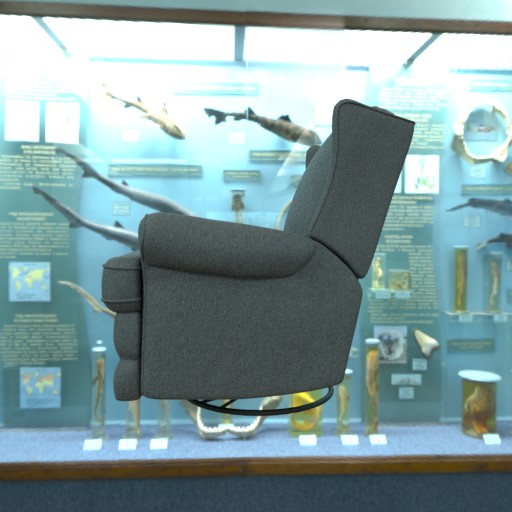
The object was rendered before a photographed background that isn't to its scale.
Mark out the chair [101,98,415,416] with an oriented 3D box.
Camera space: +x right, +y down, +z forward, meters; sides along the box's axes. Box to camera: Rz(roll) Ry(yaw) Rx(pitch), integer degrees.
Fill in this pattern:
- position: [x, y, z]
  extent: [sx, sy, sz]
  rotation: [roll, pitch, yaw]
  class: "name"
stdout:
- position: [0.000, 0.000, 1.681]
  extent: [0.969, 1.011, 0.847]
  rotation: [0, 1, -1]
  class: "chair"
